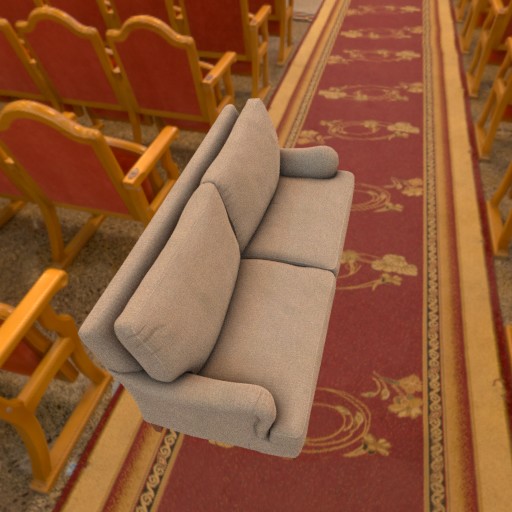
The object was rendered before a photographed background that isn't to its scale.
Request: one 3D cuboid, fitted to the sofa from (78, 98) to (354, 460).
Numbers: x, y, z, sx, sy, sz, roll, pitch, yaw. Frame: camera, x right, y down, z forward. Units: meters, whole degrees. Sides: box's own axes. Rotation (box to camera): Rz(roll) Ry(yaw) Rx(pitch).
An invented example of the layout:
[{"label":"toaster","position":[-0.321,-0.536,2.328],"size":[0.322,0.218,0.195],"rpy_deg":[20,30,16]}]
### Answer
[{"label":"sofa","position":[0.000,0.000,2.855],"size":[1.069,1.096,2.193],"rpy_deg":[11,48,10]}]
